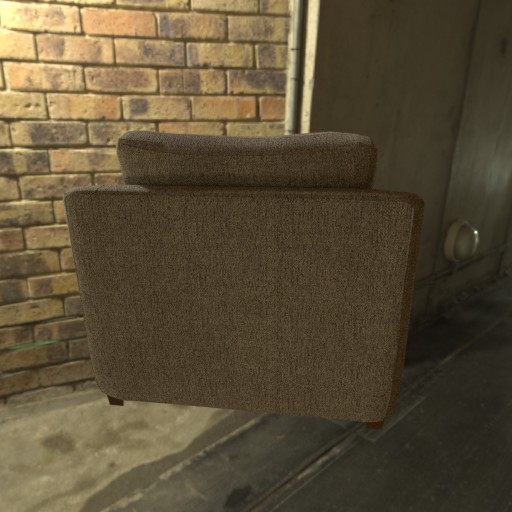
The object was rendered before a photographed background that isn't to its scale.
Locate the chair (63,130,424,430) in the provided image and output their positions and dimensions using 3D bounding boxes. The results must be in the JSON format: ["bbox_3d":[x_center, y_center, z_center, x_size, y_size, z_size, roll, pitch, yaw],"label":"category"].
[{"bbox_3d":[0.000,0.000,1.901,1.138,1.037,1.009,2,16,8],"label":"chair"}]
